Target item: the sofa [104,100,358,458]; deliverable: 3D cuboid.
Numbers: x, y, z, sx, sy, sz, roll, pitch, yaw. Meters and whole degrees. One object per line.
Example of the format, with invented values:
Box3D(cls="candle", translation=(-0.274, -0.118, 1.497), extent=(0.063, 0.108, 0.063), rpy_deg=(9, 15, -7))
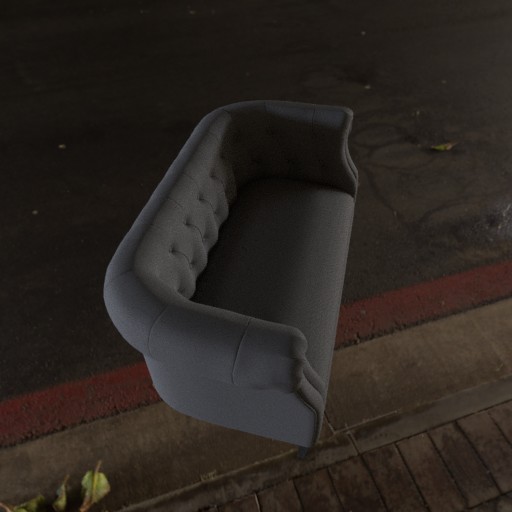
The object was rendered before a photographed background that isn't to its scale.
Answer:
Box3D(cls="sofa", translation=(0.000, 0.000, 2.048), extent=(0.835, 0.827, 1.558), rpy_deg=(10, 47, 10))
